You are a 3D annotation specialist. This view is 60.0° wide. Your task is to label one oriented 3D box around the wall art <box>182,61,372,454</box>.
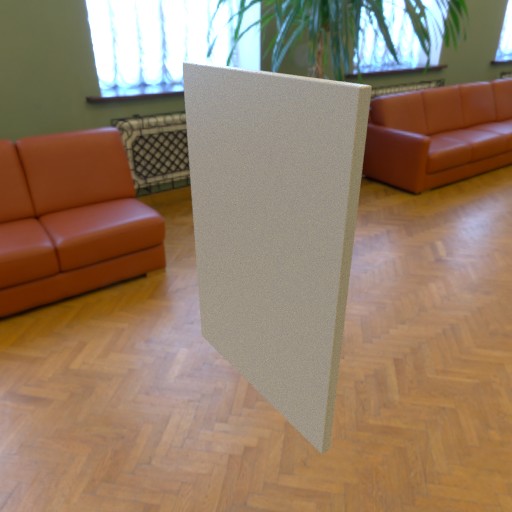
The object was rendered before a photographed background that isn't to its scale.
[{"bbox_3d":[0.000,0.000,1.051,0.026,0.813,0.556,-19,34,-32],"label":"wall art"}]
